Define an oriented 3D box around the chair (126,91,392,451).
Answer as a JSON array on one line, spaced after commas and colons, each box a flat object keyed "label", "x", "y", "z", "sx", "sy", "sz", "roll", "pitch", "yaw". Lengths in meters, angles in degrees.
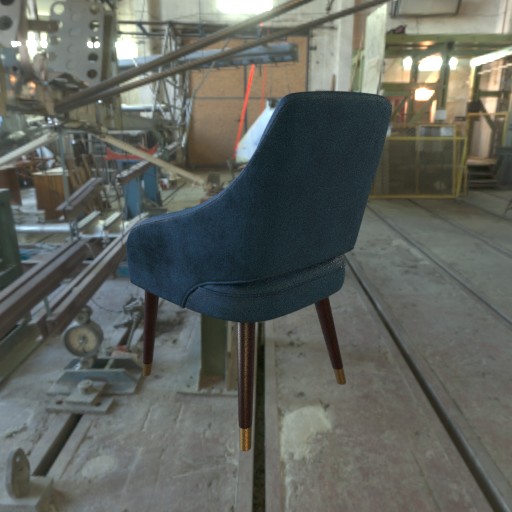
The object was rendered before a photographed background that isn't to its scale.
[{"label": "chair", "x": 0.000, "y": 0.000, "z": 1.602, "sx": 0.683, "sy": 1.081, "sz": 0.794, "roll": -16, "pitch": 23, "yaw": -42}]
